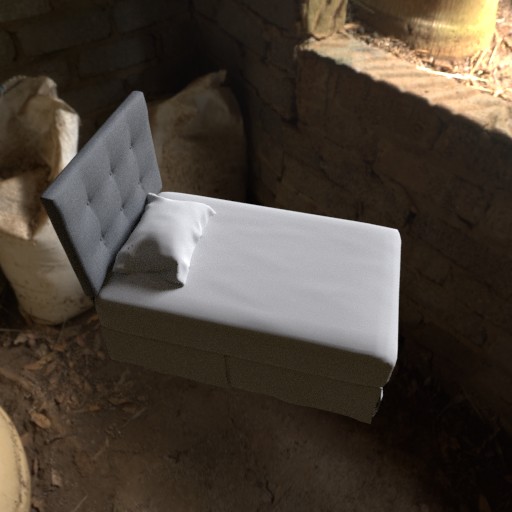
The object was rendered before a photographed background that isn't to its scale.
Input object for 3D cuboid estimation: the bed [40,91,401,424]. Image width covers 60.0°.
[{"bbox_3d":[0.000,0.000,2.999,1.997,1.571,1.261,10,49,9],"label":"bed"}]
